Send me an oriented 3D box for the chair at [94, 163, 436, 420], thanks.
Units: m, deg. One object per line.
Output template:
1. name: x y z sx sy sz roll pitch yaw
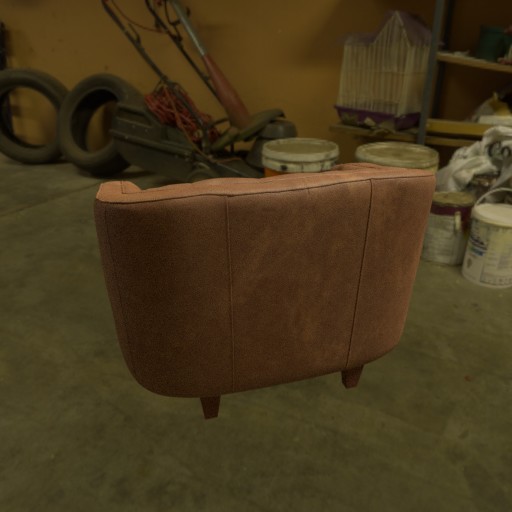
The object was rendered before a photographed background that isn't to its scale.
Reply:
1. chair: 0.000 0.000 1.728 1.119 0.836 0.911 -7 27 -15
